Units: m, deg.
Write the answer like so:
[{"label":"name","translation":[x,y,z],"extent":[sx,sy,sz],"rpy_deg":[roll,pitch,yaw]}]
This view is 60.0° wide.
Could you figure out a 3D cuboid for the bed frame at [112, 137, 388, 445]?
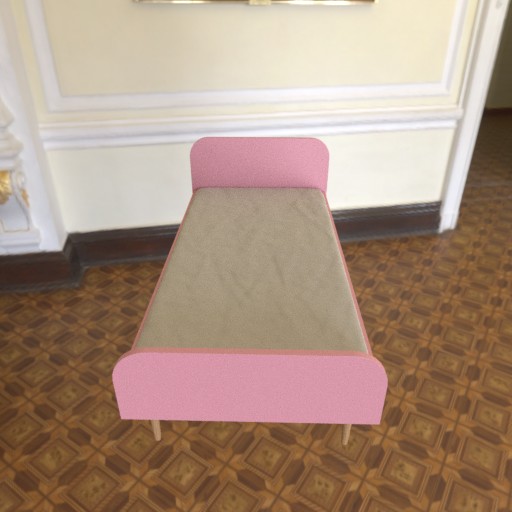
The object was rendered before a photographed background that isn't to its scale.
[{"label":"bed frame","translation":[0.000,0.000,2.474],"extent":[0.998,0.805,1.963],"rpy_deg":[1,30,1]}]
